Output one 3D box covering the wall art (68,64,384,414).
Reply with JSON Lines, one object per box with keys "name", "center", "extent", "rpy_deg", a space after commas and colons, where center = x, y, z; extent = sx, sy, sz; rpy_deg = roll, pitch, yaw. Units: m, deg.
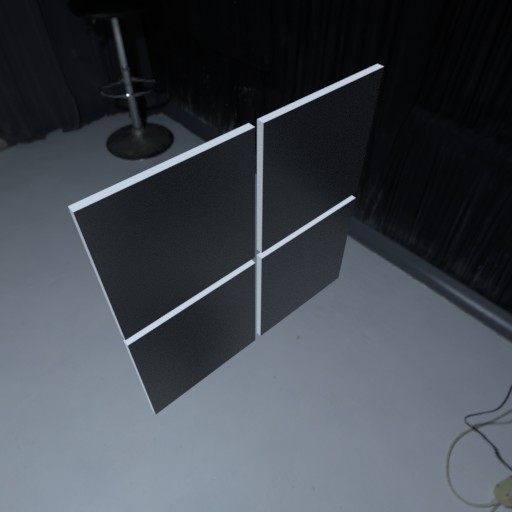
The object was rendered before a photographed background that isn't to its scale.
{"name": "wall art", "center": [0.000, 0.000, 1.670], "extent": [1.118, 1.118, 0.029], "rpy_deg": [-33, 55, -26]}
